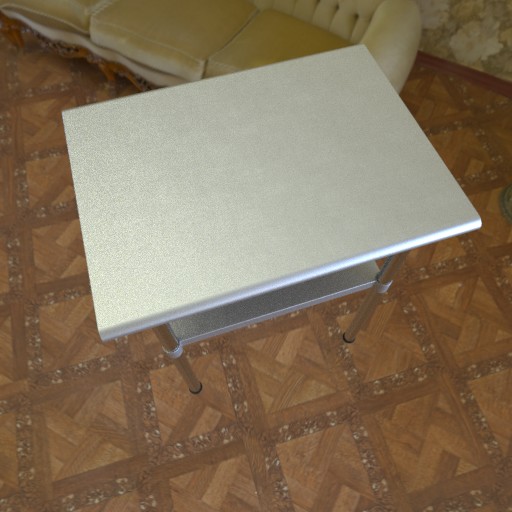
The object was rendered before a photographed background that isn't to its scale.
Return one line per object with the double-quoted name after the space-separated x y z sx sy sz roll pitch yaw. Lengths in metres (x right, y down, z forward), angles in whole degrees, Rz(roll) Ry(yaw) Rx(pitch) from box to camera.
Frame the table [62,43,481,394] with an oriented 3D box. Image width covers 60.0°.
0.000 0.000 1.339 0.762 0.876 0.584 -16 63 -8 "table"
